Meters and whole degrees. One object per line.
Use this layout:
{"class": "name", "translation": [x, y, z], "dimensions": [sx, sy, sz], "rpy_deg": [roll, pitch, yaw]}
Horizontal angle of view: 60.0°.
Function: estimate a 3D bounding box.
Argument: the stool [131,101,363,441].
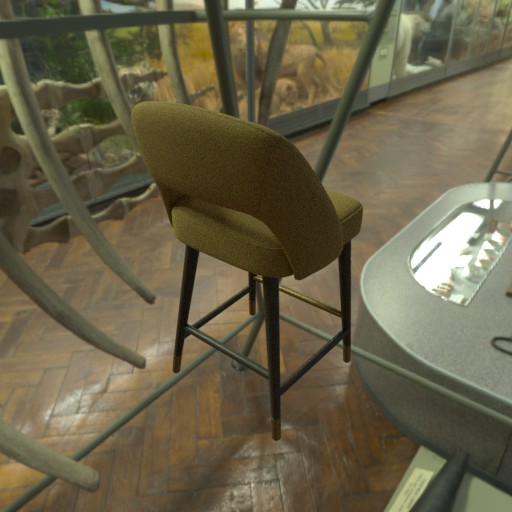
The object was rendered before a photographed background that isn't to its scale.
{"class": "stool", "translation": [0.000, 0.000, 1.317], "dimensions": [0.536, 0.939, 0.522], "rpy_deg": [22, 36, 33]}
